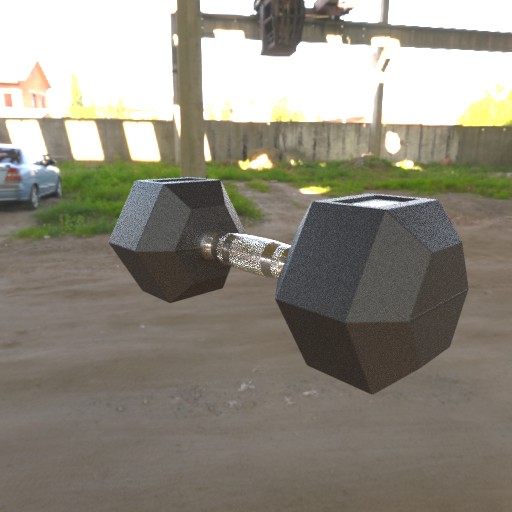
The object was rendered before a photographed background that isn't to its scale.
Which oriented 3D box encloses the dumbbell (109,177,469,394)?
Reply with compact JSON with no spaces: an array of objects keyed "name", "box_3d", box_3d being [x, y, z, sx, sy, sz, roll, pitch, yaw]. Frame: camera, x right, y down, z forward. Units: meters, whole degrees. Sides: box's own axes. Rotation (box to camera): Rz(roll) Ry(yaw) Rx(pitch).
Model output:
[{"name":"dumbbell","box_3d":[0.000,0.000,0.370,0.129,0.113,0.315,-13,19,-42]}]
